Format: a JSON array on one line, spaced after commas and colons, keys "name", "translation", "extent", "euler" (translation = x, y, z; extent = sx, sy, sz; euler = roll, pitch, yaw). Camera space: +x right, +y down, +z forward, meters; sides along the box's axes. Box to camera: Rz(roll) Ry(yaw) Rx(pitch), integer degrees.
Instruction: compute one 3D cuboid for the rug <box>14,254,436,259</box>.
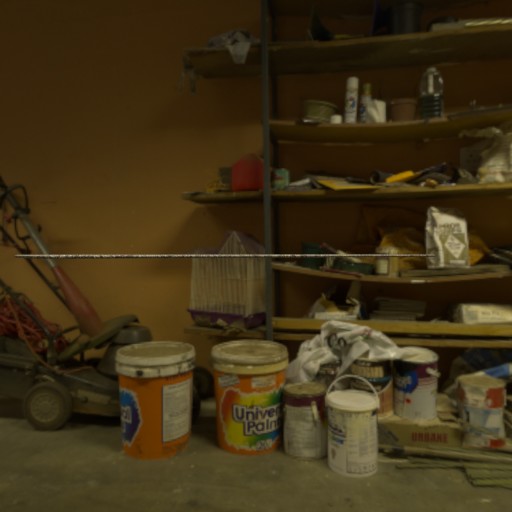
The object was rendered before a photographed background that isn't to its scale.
[{"name": "rug", "translation": [0.000, 0.000, 2.458], "extent": [2.305, 0.013, 0.719], "euler": [0, 0, -35]}]
